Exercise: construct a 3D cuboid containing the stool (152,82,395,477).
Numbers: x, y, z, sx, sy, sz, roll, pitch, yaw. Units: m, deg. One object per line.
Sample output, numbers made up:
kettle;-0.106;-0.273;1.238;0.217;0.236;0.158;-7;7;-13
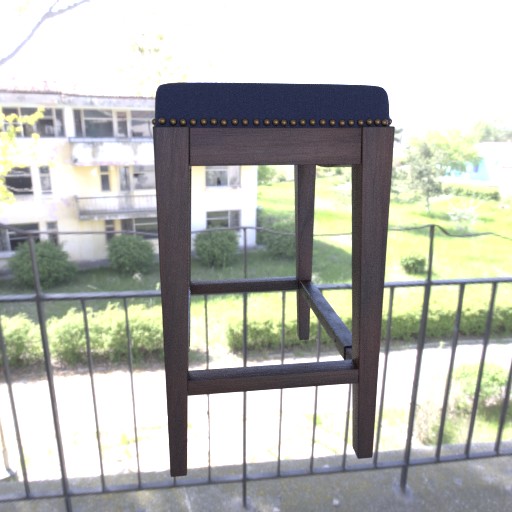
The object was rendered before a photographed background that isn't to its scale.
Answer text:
stool;0.000;0.000;0.930;0.361;0.642;0.500;-2;16;-7
